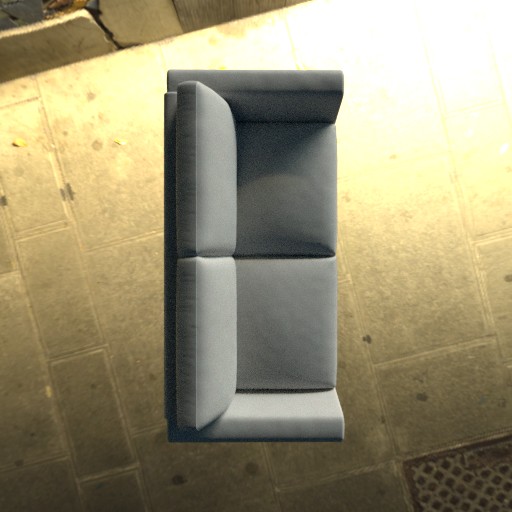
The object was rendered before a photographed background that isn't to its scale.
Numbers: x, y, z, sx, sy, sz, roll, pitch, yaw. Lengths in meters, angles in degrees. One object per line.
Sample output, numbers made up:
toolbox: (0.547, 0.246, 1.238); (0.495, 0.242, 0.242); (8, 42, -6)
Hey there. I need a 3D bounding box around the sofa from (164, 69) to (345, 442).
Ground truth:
sofa: (0.000, 0.000, 2.533); (0.953, 0.875, 2.017); (0, 90, -1)
